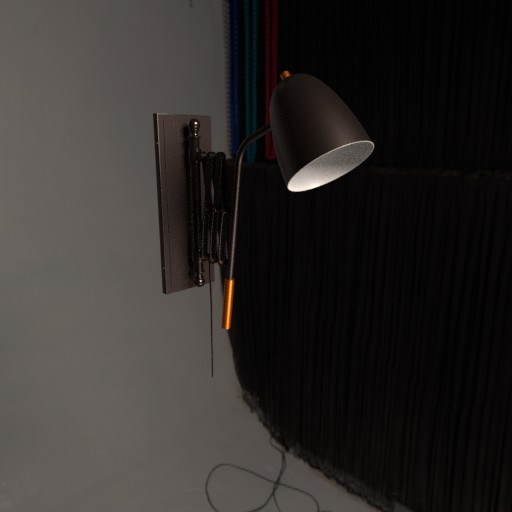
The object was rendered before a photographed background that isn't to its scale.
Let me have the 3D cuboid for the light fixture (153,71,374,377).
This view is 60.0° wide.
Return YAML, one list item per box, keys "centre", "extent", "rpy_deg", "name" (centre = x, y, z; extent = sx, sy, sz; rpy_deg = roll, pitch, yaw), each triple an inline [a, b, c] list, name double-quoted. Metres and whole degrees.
- centre: [0.000, 0.000, 0.940]
  extent: [0.162, 0.715, 0.499]
  rpy_deg: [-14, 20, -43]
  name: "light fixture"
